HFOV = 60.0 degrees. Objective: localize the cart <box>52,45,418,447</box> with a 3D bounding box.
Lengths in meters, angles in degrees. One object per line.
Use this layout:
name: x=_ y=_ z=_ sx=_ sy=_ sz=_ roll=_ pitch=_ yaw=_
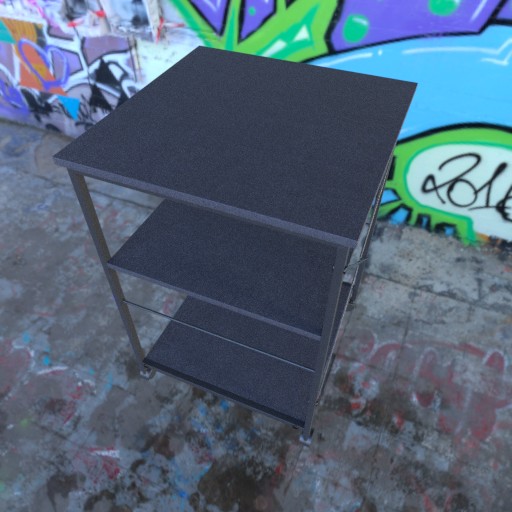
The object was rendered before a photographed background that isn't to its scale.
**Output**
cart: x=0.000 y=0.000 z=1.109 sx=0.520 sy=0.762 sz=0.521 roll=17 pitch=48 yaw=16
